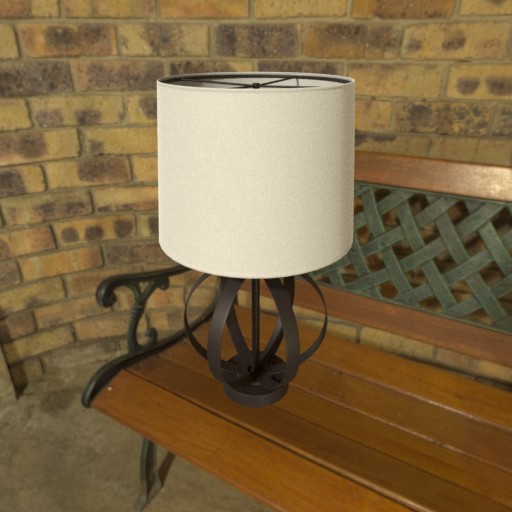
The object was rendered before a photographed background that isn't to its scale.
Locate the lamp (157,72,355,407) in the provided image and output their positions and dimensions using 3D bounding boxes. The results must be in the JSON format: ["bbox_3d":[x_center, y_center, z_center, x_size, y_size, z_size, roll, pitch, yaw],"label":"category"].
[{"bbox_3d":[0.000,0.000,0.685,0.286,0.510,0.286,0,26,0],"label":"lamp"}]
